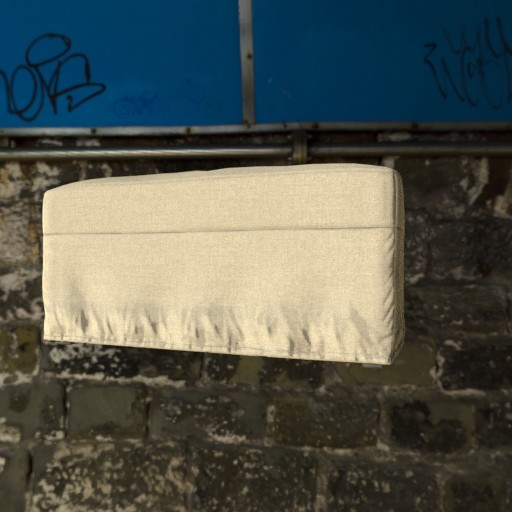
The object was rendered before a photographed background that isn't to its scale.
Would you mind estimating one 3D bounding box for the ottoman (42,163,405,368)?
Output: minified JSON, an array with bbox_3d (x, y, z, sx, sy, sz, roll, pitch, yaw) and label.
[{"bbox_3d":[0.000,0.000,1.322,0.843,0.436,0.840,0,0,19],"label":"ottoman"}]
